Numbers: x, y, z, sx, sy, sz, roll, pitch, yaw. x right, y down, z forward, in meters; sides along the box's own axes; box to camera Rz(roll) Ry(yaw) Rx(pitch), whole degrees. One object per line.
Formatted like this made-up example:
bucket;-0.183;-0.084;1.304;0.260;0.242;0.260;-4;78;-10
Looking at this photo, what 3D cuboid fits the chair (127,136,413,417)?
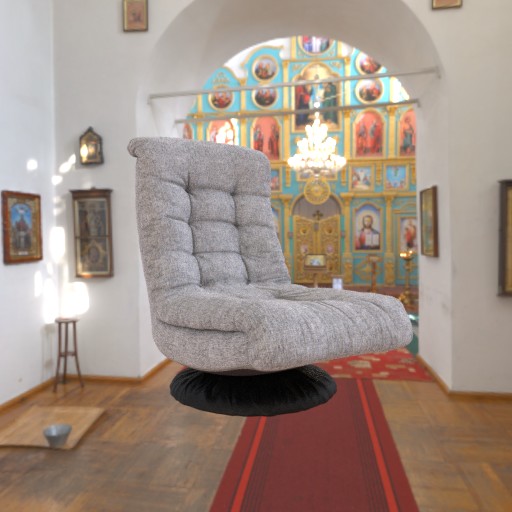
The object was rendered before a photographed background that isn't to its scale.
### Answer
chair;0.000;0.000;0.993;0.400;0.600;0.583;-1;1;-37
